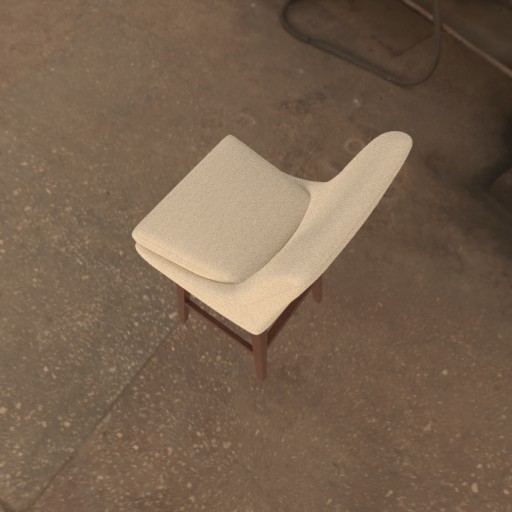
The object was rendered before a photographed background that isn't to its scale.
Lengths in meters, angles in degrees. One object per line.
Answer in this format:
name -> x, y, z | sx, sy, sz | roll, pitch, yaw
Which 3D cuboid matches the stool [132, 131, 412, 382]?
stool -> 0.000, 0.000, 1.412 | 0.559, 1.093, 0.483 | 34, 68, 15
